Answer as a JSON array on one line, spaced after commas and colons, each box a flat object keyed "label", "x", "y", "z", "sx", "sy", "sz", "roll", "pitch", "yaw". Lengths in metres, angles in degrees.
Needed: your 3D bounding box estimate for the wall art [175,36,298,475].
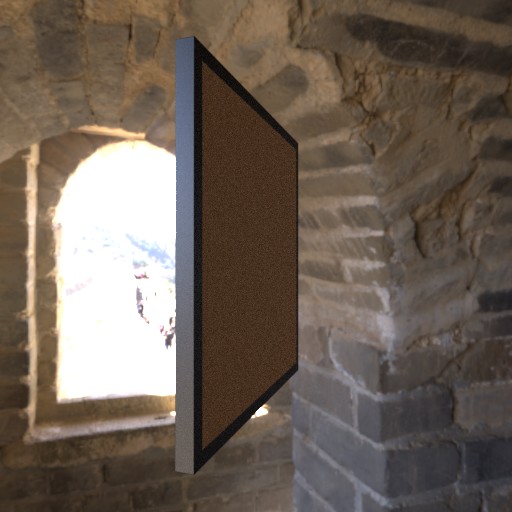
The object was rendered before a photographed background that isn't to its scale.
[{"label": "wall art", "x": 0.000, "y": 0.000, "z": 1.139, "sx": 0.038, "sy": 0.765, "sz": 0.765, "roll": 0, "pitch": 0, "yaw": 19}]
